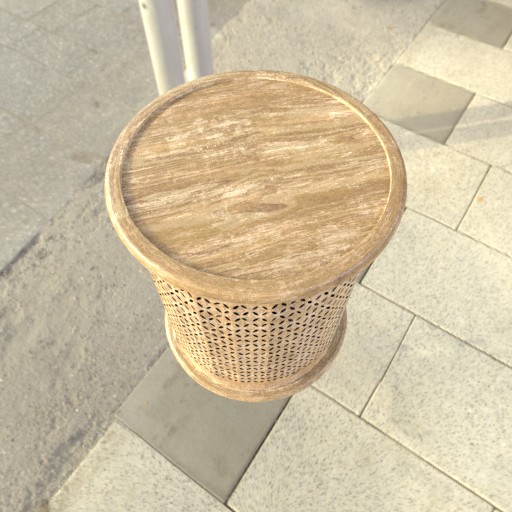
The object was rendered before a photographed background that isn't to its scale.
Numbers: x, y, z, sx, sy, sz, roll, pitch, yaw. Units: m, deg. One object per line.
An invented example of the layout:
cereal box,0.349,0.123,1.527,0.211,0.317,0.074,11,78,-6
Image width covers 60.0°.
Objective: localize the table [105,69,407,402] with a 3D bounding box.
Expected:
table,0.000,0.000,0.802,0.407,0.482,0.407,0,58,0
